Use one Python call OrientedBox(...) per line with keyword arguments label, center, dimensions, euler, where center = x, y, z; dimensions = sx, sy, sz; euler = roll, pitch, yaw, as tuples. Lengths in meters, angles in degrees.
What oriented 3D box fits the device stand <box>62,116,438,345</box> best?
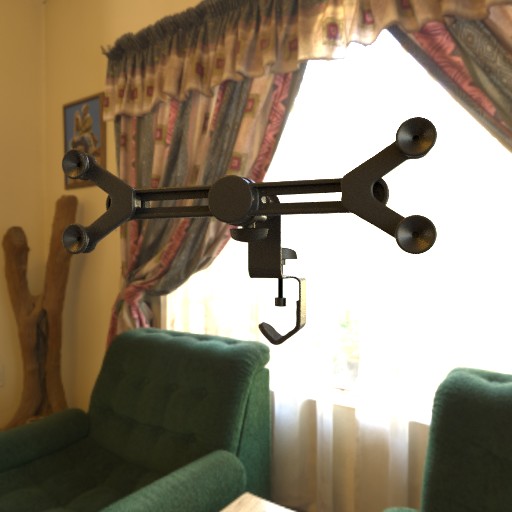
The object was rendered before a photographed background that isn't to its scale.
OrientedBox(label="device stand", center=(0.000, 0.000, 0.367), dimensions=(0.270, 0.166, 0.142), euler=(0, 0, 19))
